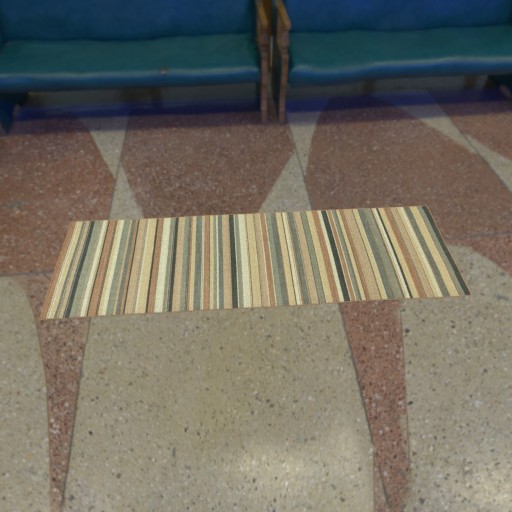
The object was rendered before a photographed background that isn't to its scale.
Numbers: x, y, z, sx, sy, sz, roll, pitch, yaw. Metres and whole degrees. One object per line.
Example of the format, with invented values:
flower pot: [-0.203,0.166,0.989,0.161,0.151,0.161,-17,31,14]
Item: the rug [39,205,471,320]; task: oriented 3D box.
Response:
rug: [0.000,0.000,2.761,2.444,0.010,0.799,-3,47,-3]
